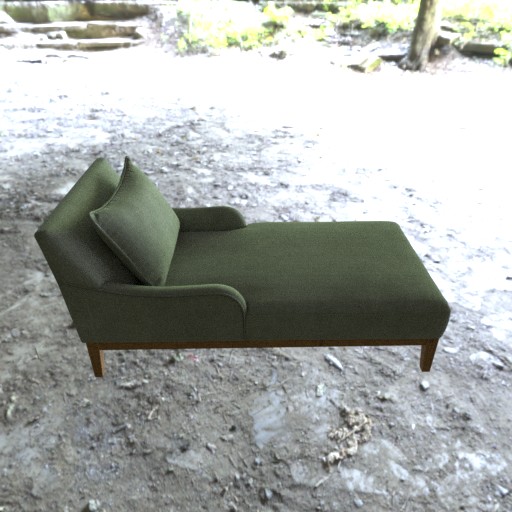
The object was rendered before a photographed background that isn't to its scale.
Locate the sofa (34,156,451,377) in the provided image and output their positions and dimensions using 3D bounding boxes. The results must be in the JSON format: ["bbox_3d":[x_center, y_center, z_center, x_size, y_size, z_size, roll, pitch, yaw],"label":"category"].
[{"bbox_3d":[0.000,0.000,2.339,1.779,0.859,0.894,-1,32,-1],"label":"sofa"}]
